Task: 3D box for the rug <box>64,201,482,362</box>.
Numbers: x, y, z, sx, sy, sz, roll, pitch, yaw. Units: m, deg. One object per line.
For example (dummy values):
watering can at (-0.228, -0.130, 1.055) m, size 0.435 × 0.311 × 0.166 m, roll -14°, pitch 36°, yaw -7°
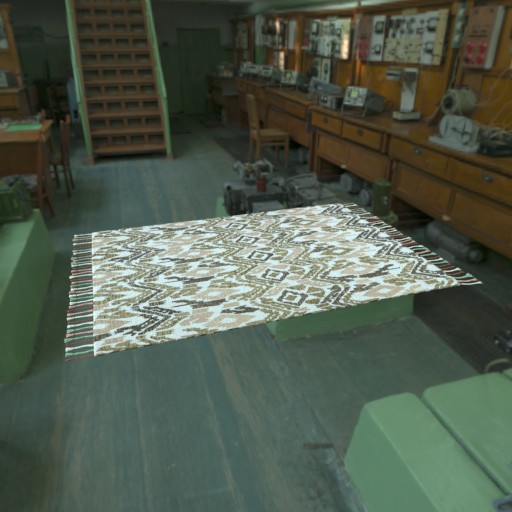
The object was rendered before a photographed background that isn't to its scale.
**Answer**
rug at (0.000, 0.000, 2.315) m, size 1.829 × 0.008 × 1.219 m, roll -8°, pitch 27°, yaw -17°
